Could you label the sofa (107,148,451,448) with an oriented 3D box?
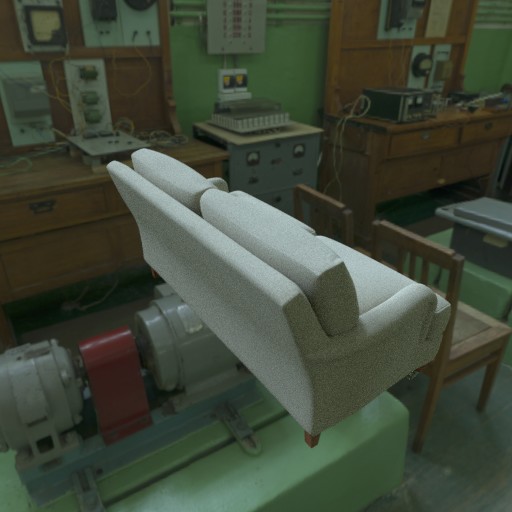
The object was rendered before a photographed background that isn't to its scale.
[{"bbox_3d":[0.000,0.000,2.699,1.091,0.997,2.070,-18,33,-30],"label":"sofa"}]
